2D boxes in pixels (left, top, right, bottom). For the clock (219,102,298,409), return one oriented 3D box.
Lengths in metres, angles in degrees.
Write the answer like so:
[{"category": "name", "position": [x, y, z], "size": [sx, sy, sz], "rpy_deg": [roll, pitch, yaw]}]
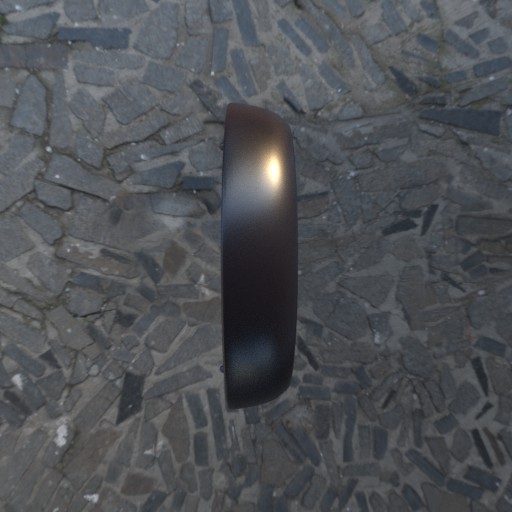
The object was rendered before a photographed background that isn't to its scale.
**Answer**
[{"category": "clock", "position": [0.000, 0.000, 0.459], "size": [0.060, 0.300, 0.300], "rpy_deg": [0, 90, -1]}]
